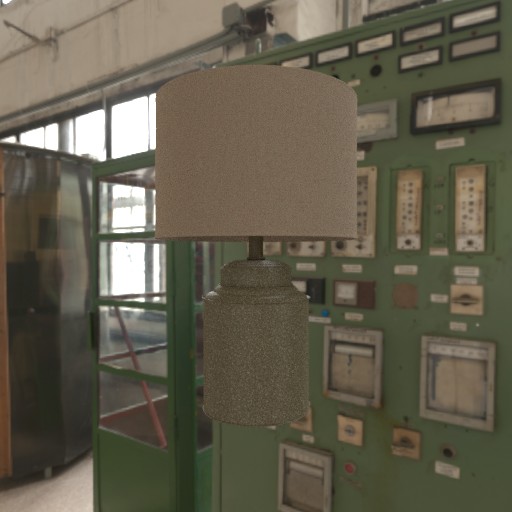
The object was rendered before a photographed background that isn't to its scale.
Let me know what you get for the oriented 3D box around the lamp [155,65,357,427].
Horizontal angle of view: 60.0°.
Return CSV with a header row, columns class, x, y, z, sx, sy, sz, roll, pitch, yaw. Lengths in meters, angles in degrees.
class,x,y,z,sx,sy,sz,roll,pitch,yaw
lamp,0.000,0.000,0.714,0.318,0.486,0.318,0,0,0
